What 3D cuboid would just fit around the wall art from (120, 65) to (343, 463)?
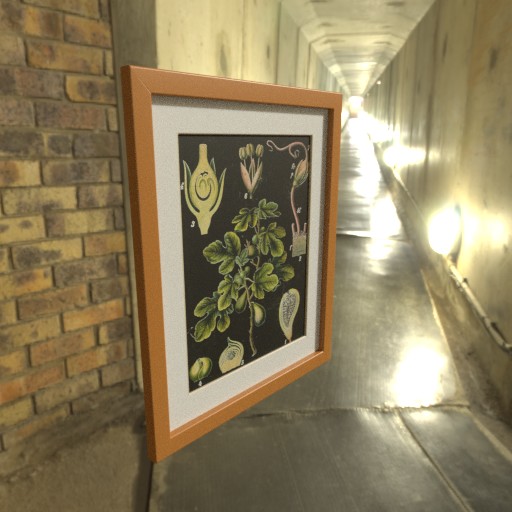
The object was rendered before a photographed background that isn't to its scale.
[{"bbox_3d":[0.000,0.000,0.517,0.015,0.379,0.310,14,20,42],"label":"wall art"}]
